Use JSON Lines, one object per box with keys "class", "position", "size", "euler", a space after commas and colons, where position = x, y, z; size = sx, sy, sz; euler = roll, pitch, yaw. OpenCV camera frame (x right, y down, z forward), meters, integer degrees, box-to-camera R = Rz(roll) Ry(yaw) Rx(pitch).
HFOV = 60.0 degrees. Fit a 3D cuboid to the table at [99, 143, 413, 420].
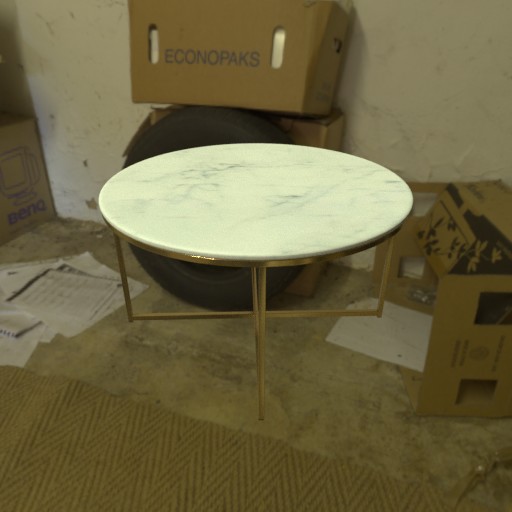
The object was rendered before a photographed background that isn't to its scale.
{"class": "table", "position": [0.000, 0.000, 1.286], "size": [0.800, 0.450, 0.800], "euler": [0, 29, 0]}
